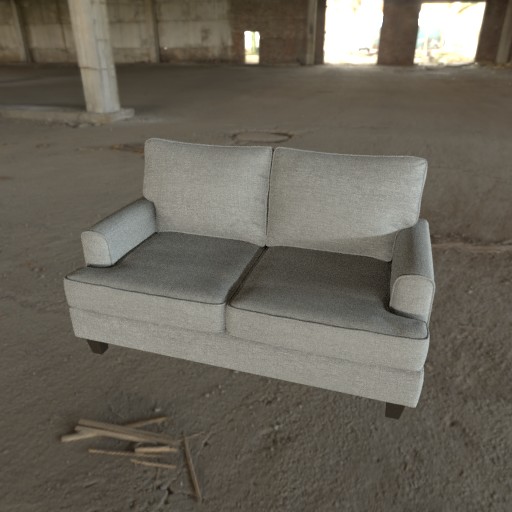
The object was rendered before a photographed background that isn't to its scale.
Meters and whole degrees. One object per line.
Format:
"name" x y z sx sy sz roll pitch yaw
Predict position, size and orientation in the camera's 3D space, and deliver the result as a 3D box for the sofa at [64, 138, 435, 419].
"sofa" 0.000 0.000 2.221 1.651 0.965 0.965 8 27 15
